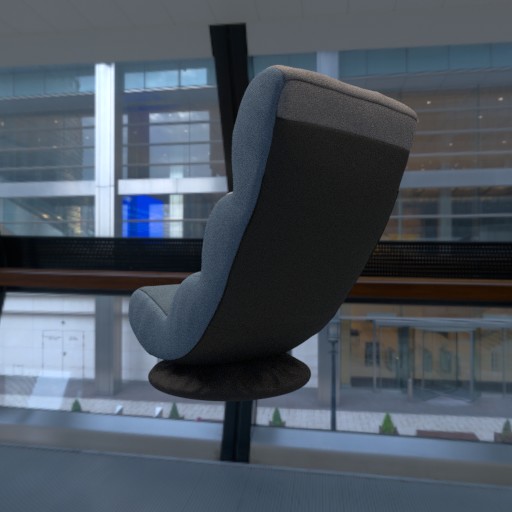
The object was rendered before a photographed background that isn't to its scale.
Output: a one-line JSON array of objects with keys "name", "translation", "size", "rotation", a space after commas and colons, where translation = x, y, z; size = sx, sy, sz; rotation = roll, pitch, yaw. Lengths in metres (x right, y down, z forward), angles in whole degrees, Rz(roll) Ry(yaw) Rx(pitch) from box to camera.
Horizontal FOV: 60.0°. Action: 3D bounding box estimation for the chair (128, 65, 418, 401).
[{"name": "chair", "translation": [0.000, 0.000, 1.069], "size": [0.420, 0.641, 0.661], "rotation": [1, -1, -37]}]
